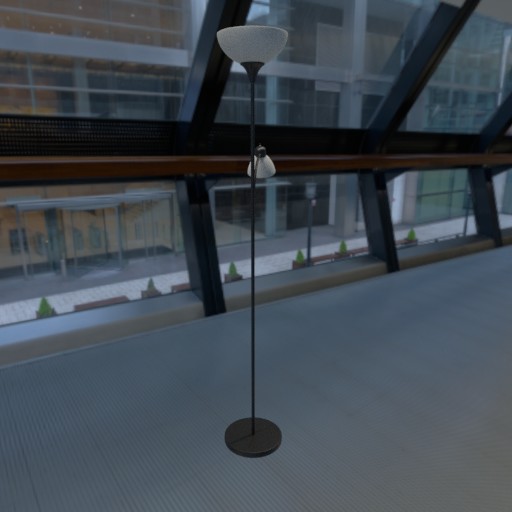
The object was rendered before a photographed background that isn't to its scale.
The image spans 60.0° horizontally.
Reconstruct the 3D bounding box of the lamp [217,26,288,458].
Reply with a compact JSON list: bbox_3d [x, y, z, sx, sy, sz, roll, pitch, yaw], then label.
[{"bbox_3d":[0.000,0.000,2.013,0.279,1.804,0.442,2,15,9],"label":"lamp"}]
